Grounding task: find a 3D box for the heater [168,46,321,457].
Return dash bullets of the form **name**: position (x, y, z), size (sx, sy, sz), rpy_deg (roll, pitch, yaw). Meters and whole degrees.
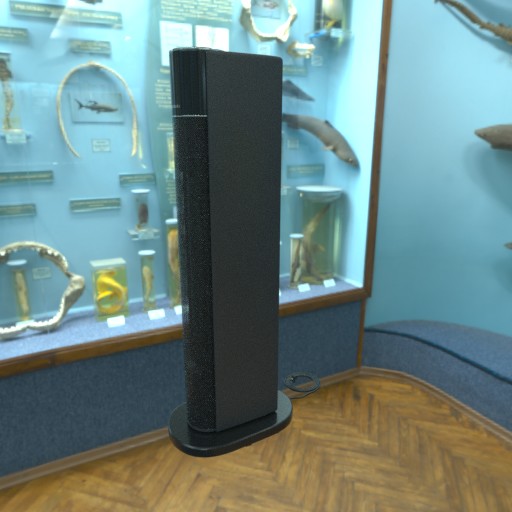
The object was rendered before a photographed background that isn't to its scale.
- **heater**: position (0.000, 0.000, 1.033), size (0.458, 0.856, 0.214), rpy_deg (-8, 18, -26)
